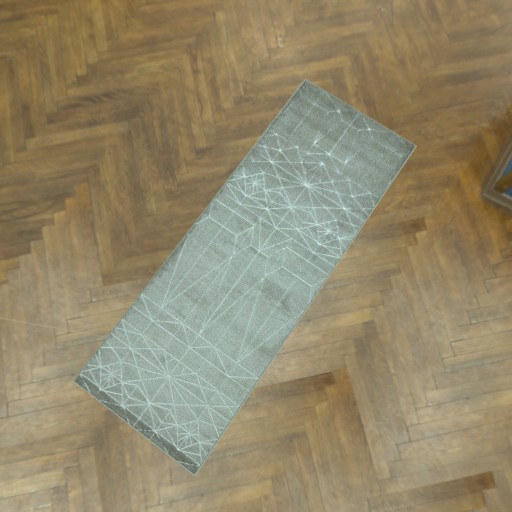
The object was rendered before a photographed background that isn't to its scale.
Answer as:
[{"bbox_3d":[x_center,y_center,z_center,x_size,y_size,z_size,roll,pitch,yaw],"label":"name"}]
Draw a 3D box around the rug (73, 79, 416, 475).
[{"bbox_3d":[0.000,0.000,2.690,0.864,0.012,2.388,34,79,8],"label":"rug"}]
